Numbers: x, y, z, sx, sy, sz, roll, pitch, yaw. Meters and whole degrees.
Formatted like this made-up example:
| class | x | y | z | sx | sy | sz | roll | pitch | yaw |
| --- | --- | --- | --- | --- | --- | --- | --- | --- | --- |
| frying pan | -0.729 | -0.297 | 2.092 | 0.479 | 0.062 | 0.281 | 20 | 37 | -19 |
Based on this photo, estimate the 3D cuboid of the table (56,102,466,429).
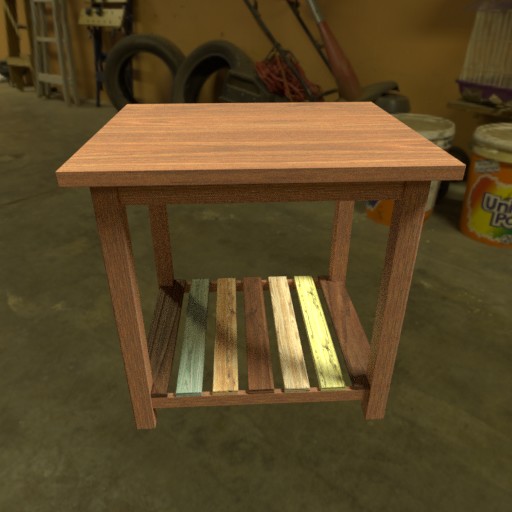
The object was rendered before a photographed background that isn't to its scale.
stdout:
| class | x | y | z | sx | sy | sz | roll | pitch | yaw |
| --- | --- | --- | --- | --- | --- | --- | --- | --- | --- |
| table | 0.000 | 0.000 | 1.110 | 0.660 | 0.635 | 0.559 | -1 | 29 | -3 |
